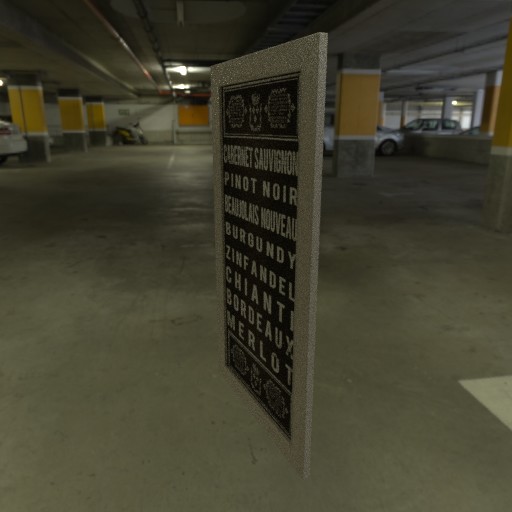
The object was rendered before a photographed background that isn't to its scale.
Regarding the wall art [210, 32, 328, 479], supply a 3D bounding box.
[{"bbox_3d":[0.000,0.000,0.814,0.013,0.683,0.380,-8,18,-25],"label":"wall art"}]
